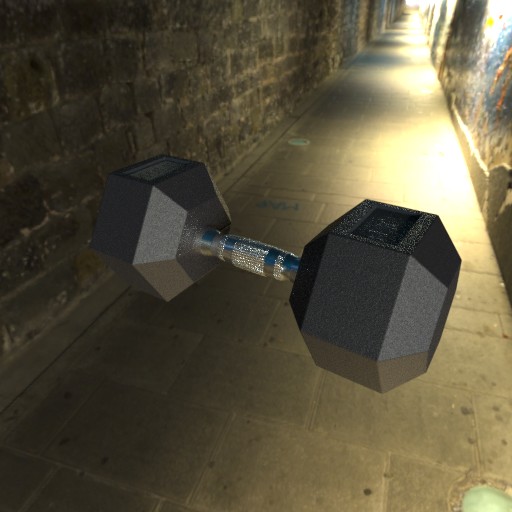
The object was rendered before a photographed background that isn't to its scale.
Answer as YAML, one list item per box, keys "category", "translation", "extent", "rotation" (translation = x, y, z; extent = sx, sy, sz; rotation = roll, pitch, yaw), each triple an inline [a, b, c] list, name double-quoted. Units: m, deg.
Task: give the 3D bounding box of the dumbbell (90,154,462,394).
- category: "dumbbell"
  translation: [0.000, 0.000, 0.442]
  extent: [0.361, 0.137, 0.157]
  rotation: [18, 35, 28]
